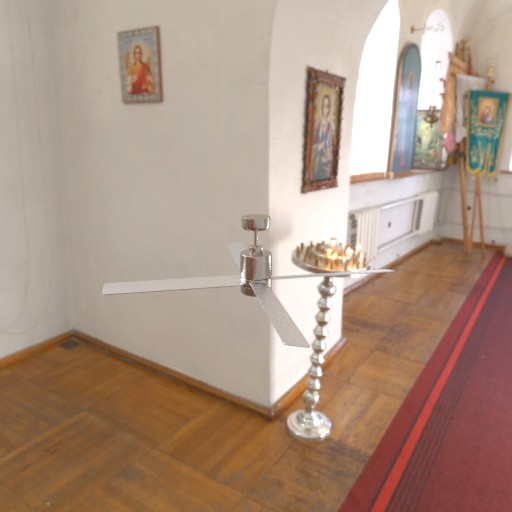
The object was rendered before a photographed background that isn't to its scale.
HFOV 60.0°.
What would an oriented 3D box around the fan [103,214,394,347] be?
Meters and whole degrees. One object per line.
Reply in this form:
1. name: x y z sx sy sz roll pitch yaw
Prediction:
1. fan: 0.000 0.000 1.973 1.322 0.355 1.322 -3 16 -11
